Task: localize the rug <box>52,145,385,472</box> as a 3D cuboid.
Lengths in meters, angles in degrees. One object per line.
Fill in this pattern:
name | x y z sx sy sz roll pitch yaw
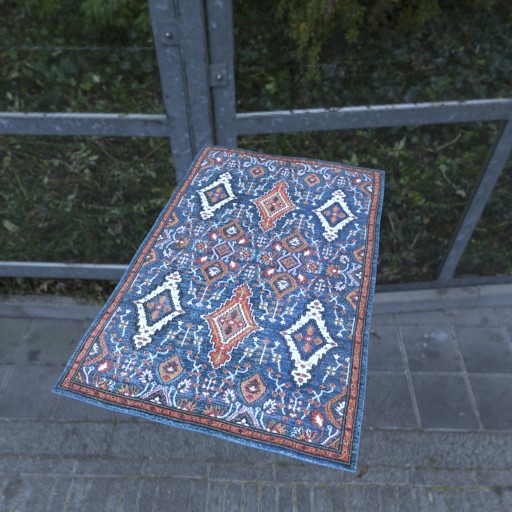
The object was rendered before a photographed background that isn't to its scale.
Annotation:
rug | 0.000 0.000 2.246 1.195 0.014 1.847 11 47 10
